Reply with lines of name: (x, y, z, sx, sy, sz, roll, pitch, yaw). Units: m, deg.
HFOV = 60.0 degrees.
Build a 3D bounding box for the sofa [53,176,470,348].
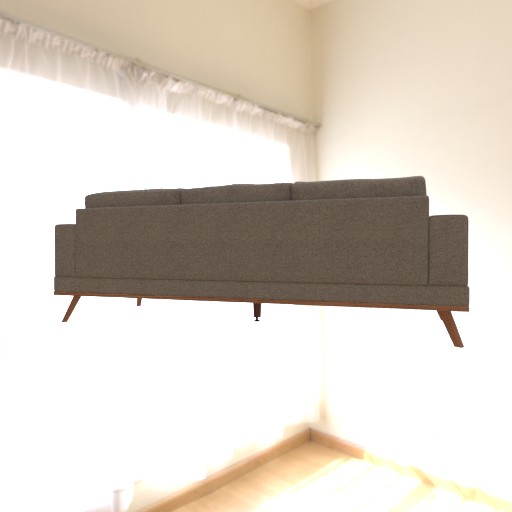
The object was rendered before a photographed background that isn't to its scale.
sofa: (0.000, 0.000, 2.751, 2.310, 0.810, 0.920, 0, 1, 19)
